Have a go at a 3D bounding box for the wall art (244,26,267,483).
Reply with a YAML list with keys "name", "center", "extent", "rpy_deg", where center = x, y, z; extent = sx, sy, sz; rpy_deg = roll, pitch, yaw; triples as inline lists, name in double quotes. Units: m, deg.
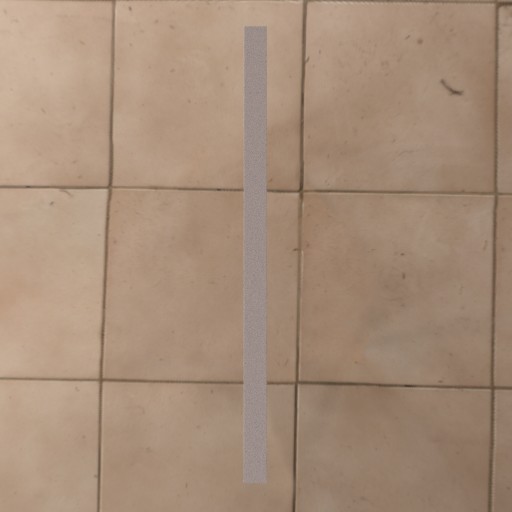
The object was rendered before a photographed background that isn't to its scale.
- name: "wall art"
  center: [0.000, 0.000, 1.119]
  extent: [0.038, 0.762, 0.762]
  rpy_deg: [0, 89, 0]
